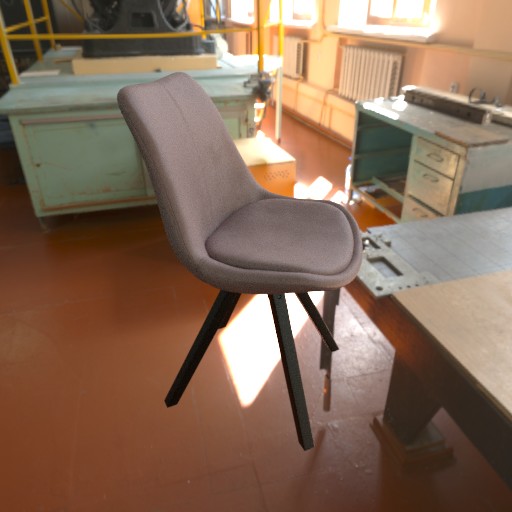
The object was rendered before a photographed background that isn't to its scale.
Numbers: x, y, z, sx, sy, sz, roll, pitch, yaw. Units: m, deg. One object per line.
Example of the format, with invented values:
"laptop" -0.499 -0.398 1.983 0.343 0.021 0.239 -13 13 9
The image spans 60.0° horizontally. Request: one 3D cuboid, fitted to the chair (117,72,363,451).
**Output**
"chair" 0.000 0.000 1.182 0.547 0.865 0.483 9 31 16
